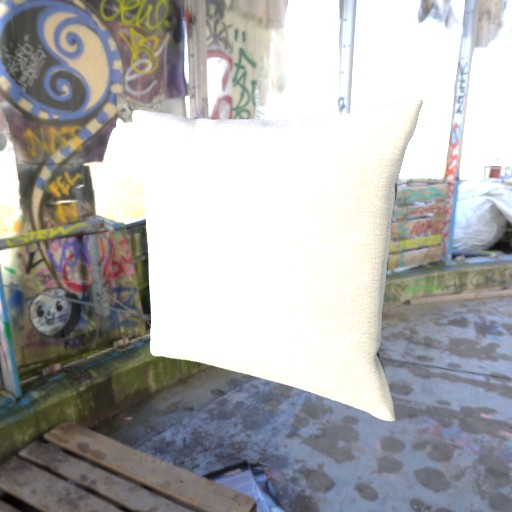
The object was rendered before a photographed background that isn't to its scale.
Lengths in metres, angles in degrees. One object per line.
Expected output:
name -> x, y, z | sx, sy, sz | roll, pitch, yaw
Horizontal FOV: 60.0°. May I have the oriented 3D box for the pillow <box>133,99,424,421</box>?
pillow -> 0.000, 0.000, 0.783 | 0.517, 0.508, 0.158 | 8, 17, 26
